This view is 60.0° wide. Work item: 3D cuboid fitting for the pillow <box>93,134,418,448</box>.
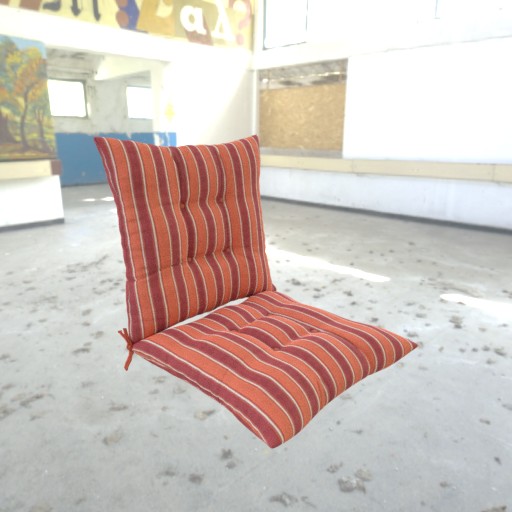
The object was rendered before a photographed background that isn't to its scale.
[{"bbox_3d":[0.000,0.000,1.021,0.541,0.536,0.585,-15,21,-43],"label":"pillow"}]
